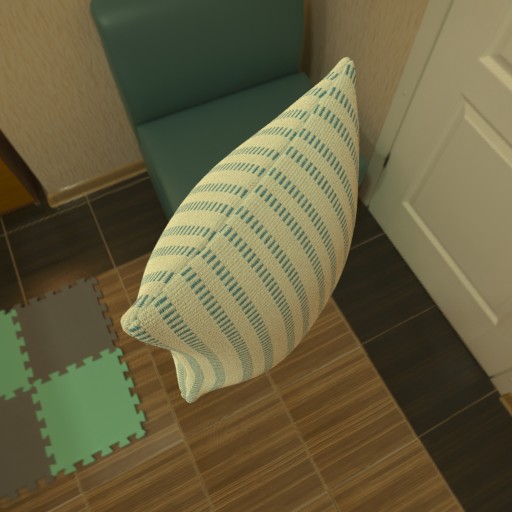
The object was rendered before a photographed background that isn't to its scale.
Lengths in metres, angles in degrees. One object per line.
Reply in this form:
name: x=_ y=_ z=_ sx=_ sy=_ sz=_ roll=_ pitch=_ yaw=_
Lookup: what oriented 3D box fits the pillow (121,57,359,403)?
pillow: x=0.000 y=0.000 z=0.670 sx=0.247 sy=0.419 sz=0.438 roll=31 pitch=68 yaw=14
